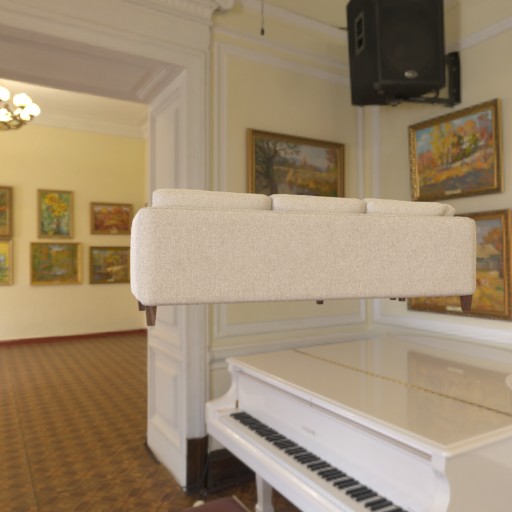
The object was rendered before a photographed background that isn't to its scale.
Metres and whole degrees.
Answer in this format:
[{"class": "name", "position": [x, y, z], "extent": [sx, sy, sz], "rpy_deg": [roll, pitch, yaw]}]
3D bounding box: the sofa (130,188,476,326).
[{"class": "sofa", "position": [0.000, 0.000, 4.517], "extent": [2.551, 0.853, 3.238], "rpy_deg": [0, 0, -18]}]
